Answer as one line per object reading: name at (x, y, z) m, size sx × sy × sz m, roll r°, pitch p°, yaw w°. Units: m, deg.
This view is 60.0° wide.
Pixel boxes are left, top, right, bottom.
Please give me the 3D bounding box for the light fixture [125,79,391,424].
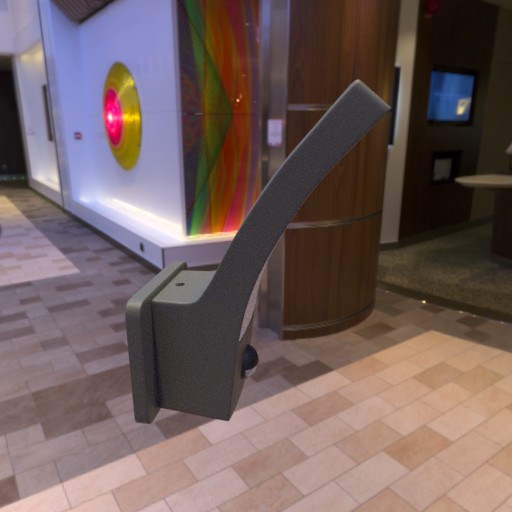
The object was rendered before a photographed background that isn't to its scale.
light fixture at (0.000, 0.000, 0.334) m, size 0.174 × 0.243 × 0.108 m, roll 3°, pitch 17°, yaw 9°
